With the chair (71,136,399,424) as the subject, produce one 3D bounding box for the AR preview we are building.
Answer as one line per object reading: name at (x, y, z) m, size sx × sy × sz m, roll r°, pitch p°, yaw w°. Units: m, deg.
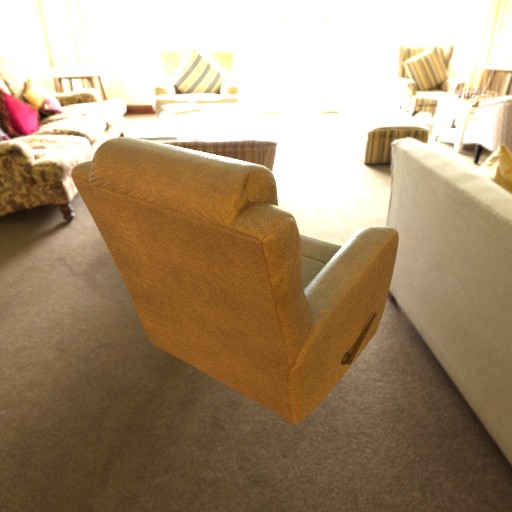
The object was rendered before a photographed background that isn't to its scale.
chair at (0.000, 0.000, 1.918) m, size 0.967 × 1.116 × 1.068 m, roll 20°, pitch 35°, yaw 31°
